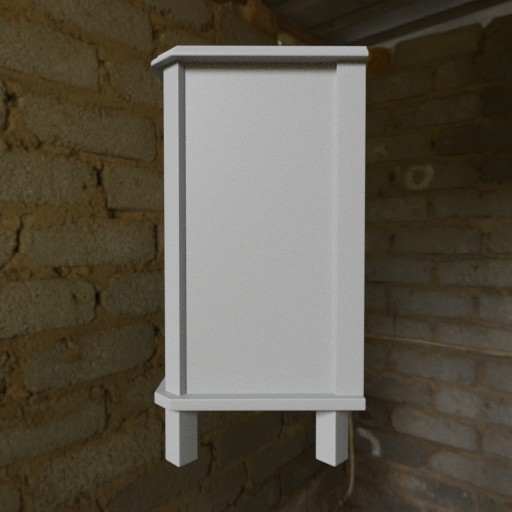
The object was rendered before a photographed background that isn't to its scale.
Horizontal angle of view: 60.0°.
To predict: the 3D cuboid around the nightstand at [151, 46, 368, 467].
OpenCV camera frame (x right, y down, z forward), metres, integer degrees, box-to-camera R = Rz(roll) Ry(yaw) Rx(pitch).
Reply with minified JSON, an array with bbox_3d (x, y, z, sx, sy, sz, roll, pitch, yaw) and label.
[{"bbox_3d":[0.000,0.000,0.927,0.350,0.680,0.450,0,2,0],"label":"nightstand"}]
